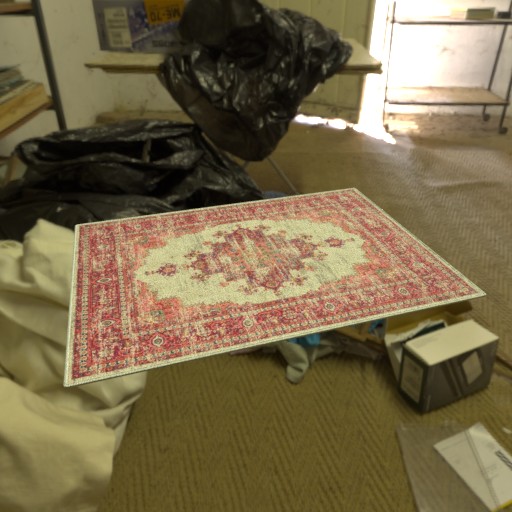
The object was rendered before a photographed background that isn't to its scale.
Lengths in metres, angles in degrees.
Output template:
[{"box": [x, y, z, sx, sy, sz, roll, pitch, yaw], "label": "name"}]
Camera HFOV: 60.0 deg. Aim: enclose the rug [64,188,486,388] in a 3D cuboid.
[{"box": [0.000, 0.000, 2.216, 1.747, 0.011, 1.217, -9, 33, -15], "label": "rug"}]
